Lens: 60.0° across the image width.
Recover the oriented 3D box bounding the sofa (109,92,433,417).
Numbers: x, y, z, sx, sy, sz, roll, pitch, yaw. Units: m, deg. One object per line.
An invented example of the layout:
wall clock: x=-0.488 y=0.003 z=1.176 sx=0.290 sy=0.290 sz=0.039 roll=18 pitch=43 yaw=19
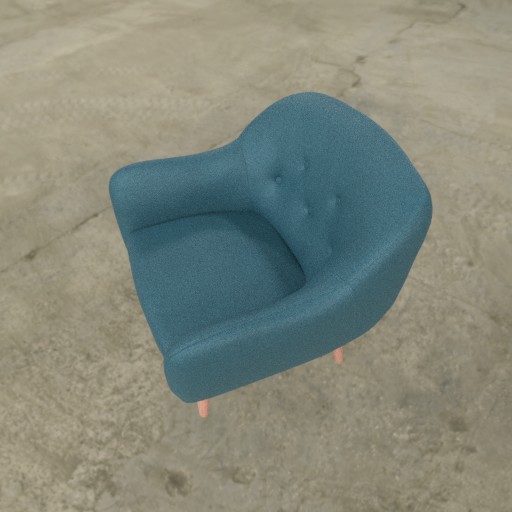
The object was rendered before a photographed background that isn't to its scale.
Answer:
sofa: x=0.000 y=0.000 z=1.521 sx=0.825 sy=0.817 sz=0.836 roll=-17 pitch=48 yaw=-16
